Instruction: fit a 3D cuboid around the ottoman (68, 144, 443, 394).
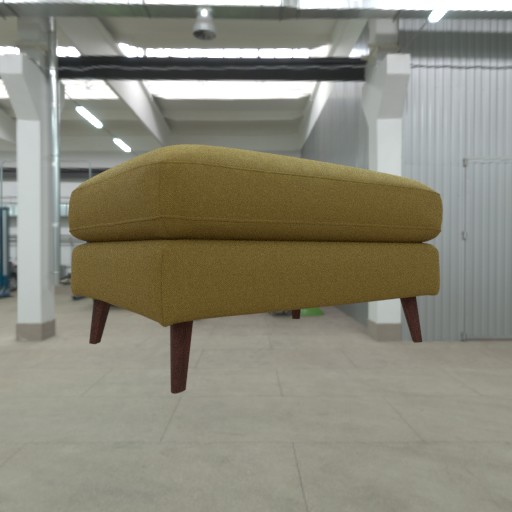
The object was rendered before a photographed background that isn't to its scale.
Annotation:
[{"bbox_3d":[0.000,0.000,1.145,0.811,0.449,0.608,-1,1,-36],"label":"ottoman"}]
